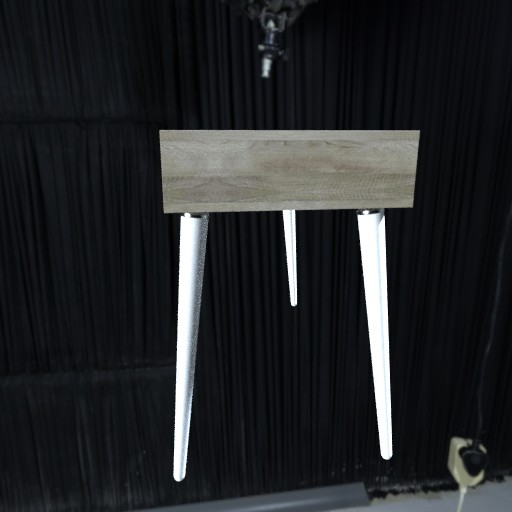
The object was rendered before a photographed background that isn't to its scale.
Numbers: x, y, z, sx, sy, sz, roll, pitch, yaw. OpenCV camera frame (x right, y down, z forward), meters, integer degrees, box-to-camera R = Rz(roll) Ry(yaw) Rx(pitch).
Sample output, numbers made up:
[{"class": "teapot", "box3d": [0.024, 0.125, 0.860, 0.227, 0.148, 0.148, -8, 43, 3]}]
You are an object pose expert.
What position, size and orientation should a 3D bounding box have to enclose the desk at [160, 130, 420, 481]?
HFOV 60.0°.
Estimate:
[{"class": "desk", "box3d": [0.000, 0.000, 1.346, 0.491, 0.723, 0.979, -2, 15, -8]}]
